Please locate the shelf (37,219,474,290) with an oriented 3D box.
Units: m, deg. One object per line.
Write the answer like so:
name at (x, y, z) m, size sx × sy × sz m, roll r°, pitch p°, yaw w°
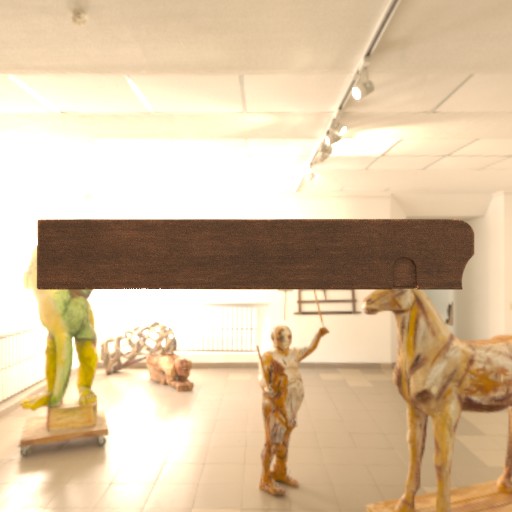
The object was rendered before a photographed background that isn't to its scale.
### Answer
shelf at (0.000, 0.000, 0.466) m, size 0.310 × 0.050 × 0.310 m, roll 0°, pitch 0°, yaw 0°
